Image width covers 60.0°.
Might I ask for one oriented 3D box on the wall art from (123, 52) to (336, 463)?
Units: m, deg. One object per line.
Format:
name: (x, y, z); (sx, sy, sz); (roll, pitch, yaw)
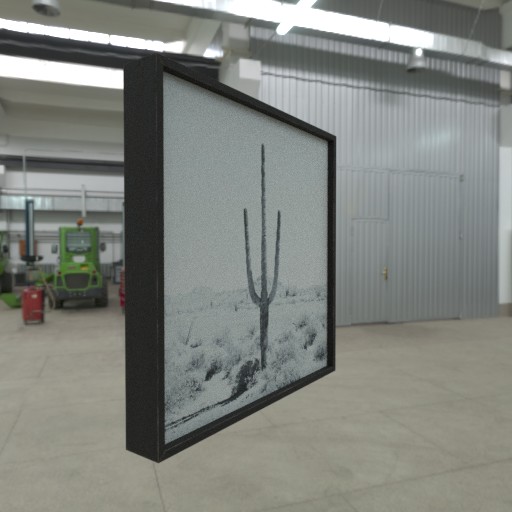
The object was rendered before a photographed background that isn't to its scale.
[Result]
wall art: (0.000, 0.000, 0.463); (0.038, 0.305, 0.305); (1, 2, 35)
